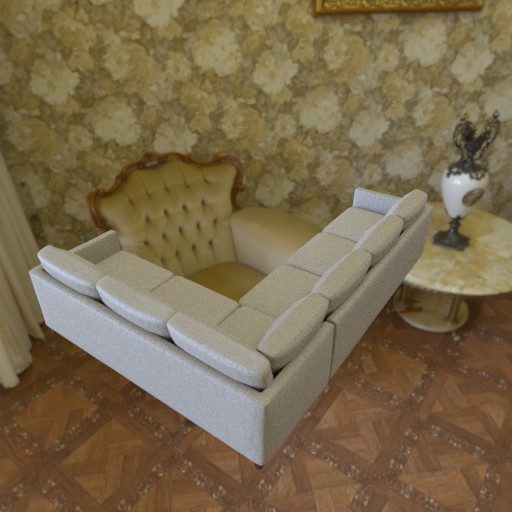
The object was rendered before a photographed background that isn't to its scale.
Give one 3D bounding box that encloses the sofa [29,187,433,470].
[{"bbox_3d":[0.000,0.000,4.461,2.522,0.934,3.333,21,38,29],"label":"sofa"}]
